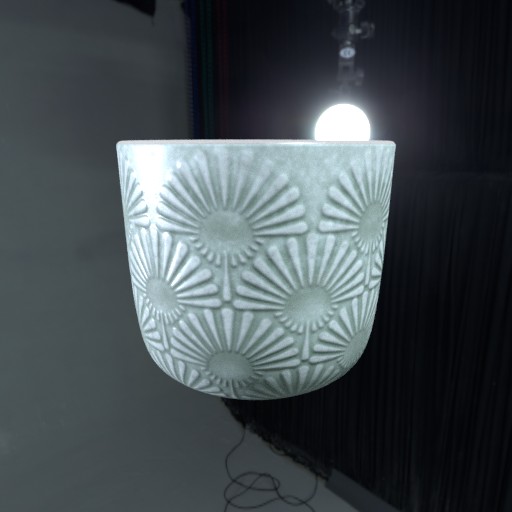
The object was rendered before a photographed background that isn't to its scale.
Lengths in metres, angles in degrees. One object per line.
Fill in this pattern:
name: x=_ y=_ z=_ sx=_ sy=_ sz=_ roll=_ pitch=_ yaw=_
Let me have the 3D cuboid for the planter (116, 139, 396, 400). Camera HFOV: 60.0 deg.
planter: x=0.000 y=0.000 z=0.218 sx=0.124 sy=0.109 sz=0.124 roll=0 pitch=14 yaw=0
